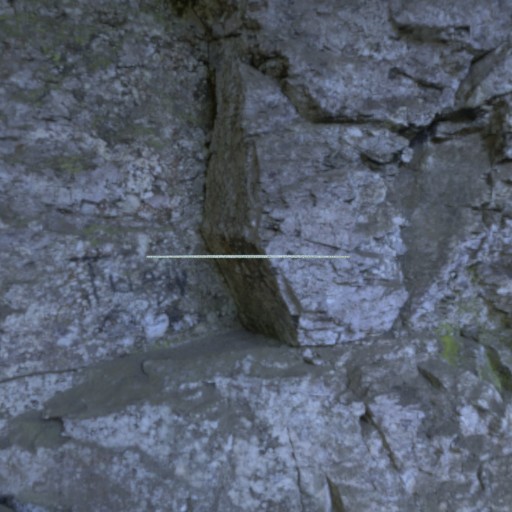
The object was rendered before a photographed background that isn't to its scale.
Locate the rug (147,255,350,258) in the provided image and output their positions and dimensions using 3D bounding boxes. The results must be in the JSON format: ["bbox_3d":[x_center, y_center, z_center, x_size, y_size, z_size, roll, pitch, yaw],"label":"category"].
[{"bbox_3d":[0.000,0.000,2.714,0.686,0.006,2.437,0,0,1],"label":"rug"}]
